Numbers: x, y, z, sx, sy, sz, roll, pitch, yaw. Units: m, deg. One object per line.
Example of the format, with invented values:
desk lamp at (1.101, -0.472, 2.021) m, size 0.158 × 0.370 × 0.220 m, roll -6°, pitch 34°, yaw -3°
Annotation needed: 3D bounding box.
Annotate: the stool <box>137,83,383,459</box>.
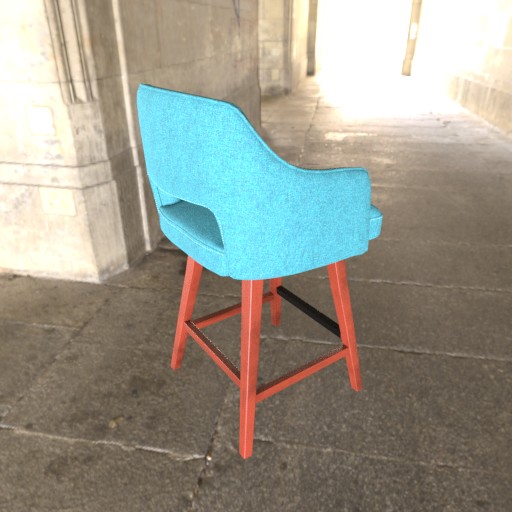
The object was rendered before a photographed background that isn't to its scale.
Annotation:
stool at (0.000, 0.000, 1.300) m, size 0.556 × 0.961 × 0.548 m, roll -18°, pitch 32°, yaw -31°
